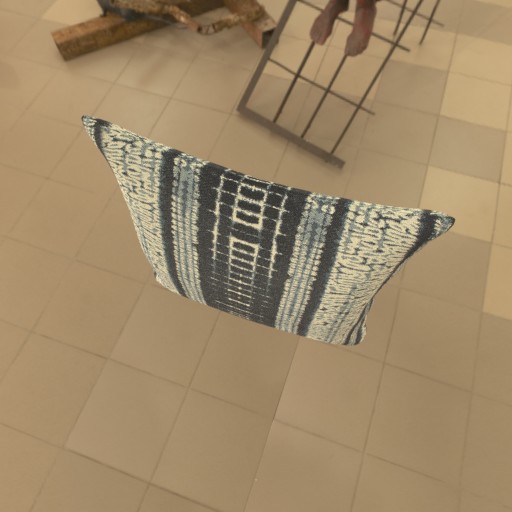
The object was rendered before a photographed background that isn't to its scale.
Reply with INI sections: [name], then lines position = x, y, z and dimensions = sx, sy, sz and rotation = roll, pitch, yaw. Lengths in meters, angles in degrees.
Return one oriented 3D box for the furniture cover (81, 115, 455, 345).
[furniture cover]
position = 0.000, 0.000, 0.668
dimensions = 0.425, 0.435, 0.133
rotation = 17, 64, 8
